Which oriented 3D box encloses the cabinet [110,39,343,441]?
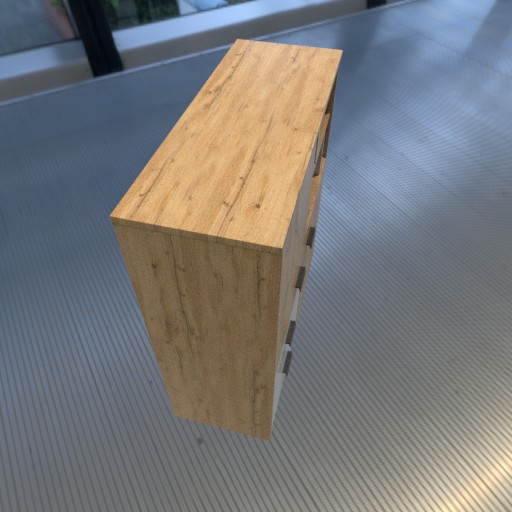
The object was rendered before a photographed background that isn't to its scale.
[{"bbox_3d":[0.000,0.000,1.994,0.473,1.397,1.168,11,48,10],"label":"cabinet"}]
